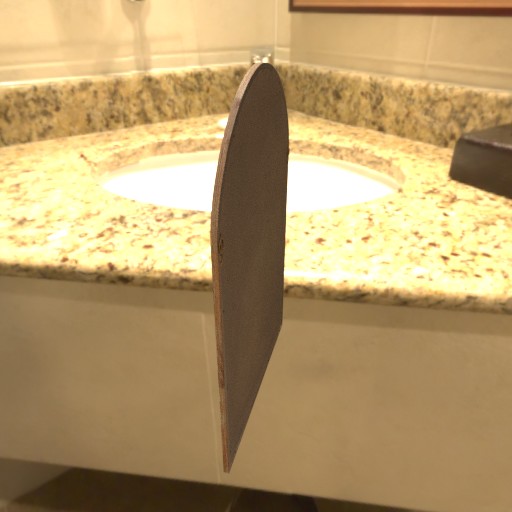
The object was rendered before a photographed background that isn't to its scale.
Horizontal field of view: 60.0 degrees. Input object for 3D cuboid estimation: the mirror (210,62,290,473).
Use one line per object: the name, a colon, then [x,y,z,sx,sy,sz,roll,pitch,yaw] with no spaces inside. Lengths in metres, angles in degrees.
mirror: [0.000,0.000,1.138,0.032,0.915,0.609,8,31,13]
